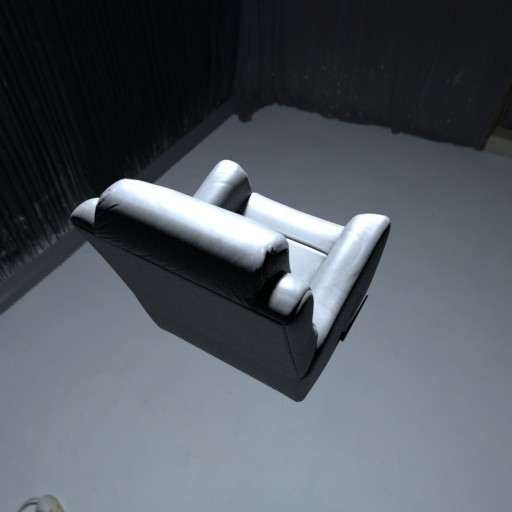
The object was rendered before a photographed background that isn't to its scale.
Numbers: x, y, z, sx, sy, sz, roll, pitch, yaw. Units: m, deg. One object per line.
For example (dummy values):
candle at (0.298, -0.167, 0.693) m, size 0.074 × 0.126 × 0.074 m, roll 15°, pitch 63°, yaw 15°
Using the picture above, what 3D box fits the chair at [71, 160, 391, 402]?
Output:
chair at (0.000, 0.000, 1.982) m, size 0.967 × 1.116 × 1.068 m, roll 23°, pitch 51°, yaw 20°
